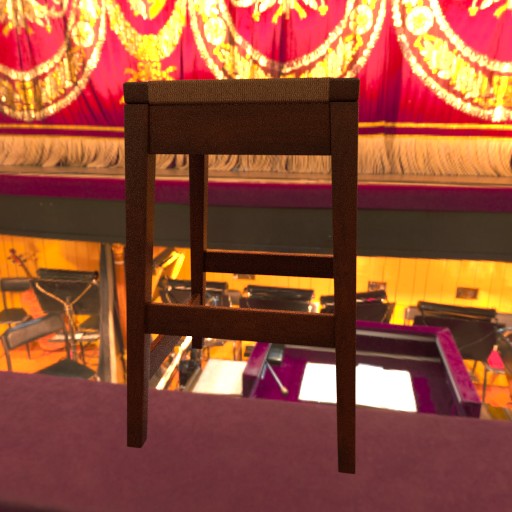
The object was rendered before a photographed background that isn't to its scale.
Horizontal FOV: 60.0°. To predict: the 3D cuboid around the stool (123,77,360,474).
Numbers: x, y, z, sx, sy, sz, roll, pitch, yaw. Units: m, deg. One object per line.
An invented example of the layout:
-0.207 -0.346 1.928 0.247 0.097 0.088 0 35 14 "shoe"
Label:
0.000 0.000 1.082 0.497 0.762 0.507 3 16 9 "stool"
